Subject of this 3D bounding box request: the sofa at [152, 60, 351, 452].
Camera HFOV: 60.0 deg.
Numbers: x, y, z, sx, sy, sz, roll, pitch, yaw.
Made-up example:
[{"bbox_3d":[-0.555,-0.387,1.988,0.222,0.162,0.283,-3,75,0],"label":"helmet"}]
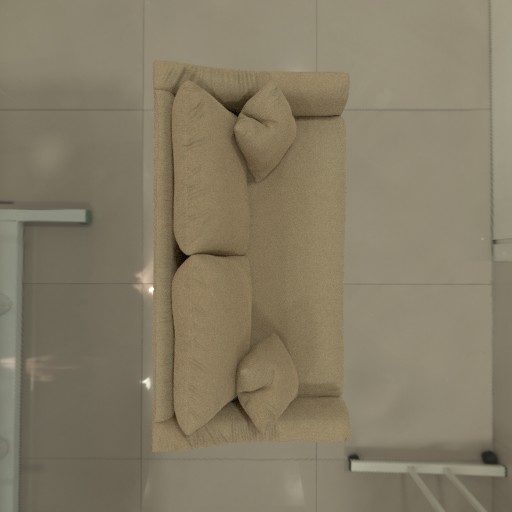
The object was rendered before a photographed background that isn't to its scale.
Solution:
[{"bbox_3d":[0.000,0.000,2.587,1.072,1.018,2.010,0,89,0],"label":"sofa"}]
